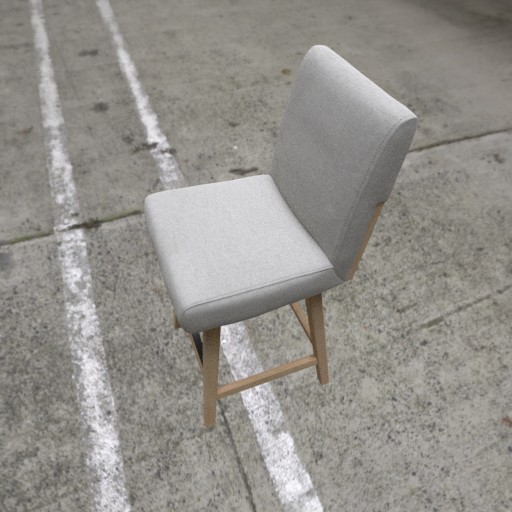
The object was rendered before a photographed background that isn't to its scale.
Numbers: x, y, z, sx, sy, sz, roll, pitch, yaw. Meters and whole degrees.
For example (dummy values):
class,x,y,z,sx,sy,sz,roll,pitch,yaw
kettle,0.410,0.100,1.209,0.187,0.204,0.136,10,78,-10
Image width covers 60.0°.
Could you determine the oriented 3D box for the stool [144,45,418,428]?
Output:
class,x,y,z,sx,sy,sz,roll,pitch,yaw
stool,0.000,0.000,1.410,0.606,1.085,0.507,-16,48,-15
